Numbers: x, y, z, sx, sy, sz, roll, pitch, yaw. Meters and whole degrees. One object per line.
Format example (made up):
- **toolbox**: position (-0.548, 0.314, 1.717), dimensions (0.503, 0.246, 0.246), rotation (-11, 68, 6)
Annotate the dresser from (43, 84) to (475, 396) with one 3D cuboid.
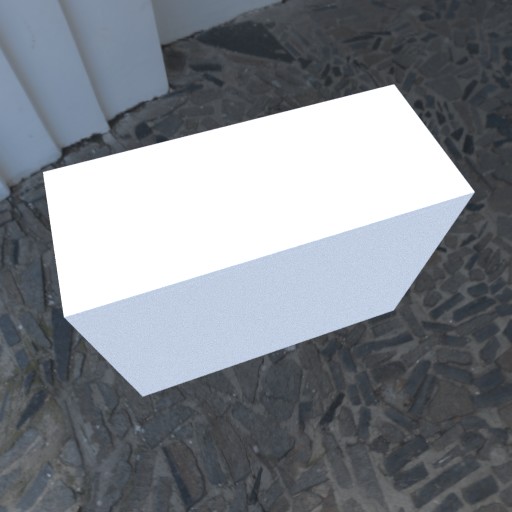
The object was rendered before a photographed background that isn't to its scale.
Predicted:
- **dresser**: position (0.000, 0.000, 1.577), dimensions (1.100, 0.820, 0.460), rotation (-17, 62, -9)
